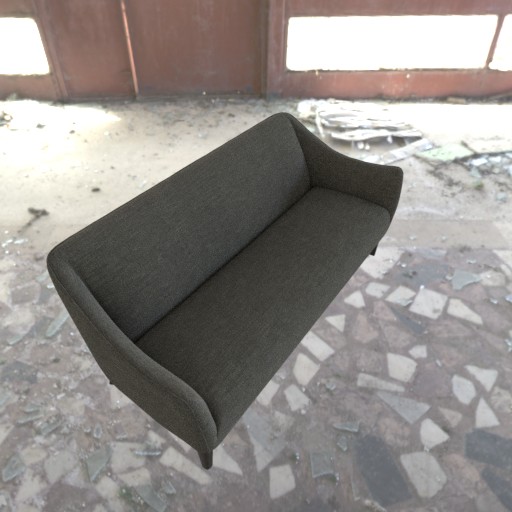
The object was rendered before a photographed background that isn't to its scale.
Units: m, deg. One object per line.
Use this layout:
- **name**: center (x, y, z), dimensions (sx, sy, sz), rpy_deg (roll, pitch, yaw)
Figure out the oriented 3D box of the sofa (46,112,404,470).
- **sofa**: center (0.000, 0.000, 2.348), dimensions (0.867, 0.829, 1.928), rpy_deg (24, 46, 26)
